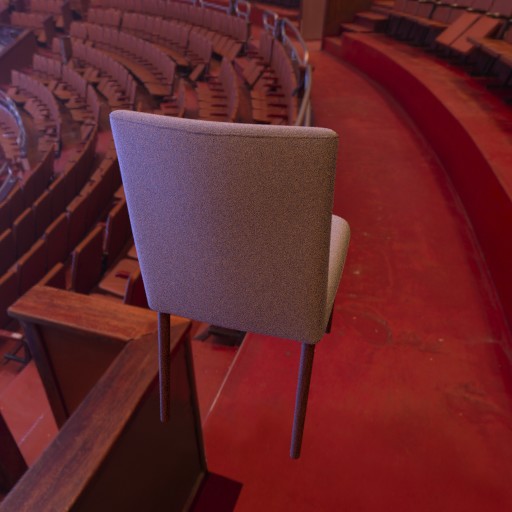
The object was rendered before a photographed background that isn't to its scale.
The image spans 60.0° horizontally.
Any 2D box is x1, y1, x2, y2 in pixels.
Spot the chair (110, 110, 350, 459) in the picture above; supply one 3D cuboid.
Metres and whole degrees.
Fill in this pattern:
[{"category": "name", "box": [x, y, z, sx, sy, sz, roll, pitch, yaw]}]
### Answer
[{"category": "chair", "box": [0.000, 0.000, 1.183, 0.456, 0.859, 0.570, 10, 34, 14]}]
